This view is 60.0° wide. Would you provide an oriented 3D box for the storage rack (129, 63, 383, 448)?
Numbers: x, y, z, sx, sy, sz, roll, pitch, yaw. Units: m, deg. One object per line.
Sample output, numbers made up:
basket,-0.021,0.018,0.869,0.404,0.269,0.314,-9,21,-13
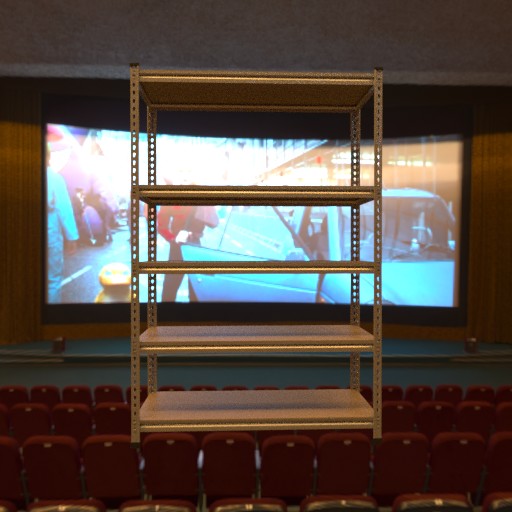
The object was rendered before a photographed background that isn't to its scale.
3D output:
storage rack,0.000,0.000,2.351,1.219,1.829,0.457,0,1,-2
